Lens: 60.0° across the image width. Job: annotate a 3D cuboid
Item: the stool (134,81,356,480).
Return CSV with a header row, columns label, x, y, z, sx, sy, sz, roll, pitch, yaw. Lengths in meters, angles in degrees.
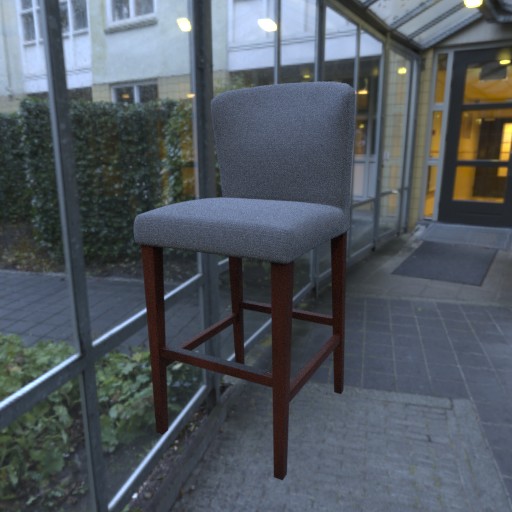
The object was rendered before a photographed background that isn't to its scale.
label,x,y,z,sx,sy,sz,roll,pitch,yaw
stool,0.000,0.000,1.371,0.486,1.069,0.568,7,15,28
